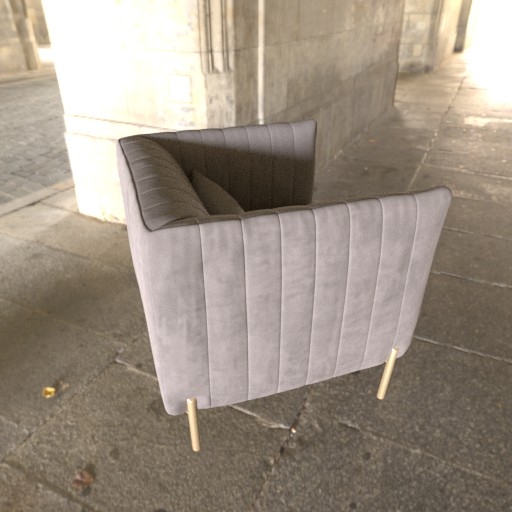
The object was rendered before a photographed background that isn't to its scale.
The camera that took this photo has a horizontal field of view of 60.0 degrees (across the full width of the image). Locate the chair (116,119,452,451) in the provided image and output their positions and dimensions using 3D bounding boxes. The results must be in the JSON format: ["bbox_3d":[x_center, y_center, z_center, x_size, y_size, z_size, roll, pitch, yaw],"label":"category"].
[{"bbox_3d":[0.000,0.000,1.666,0.873,0.779,0.981,-10,31,-17],"label":"chair"}]
